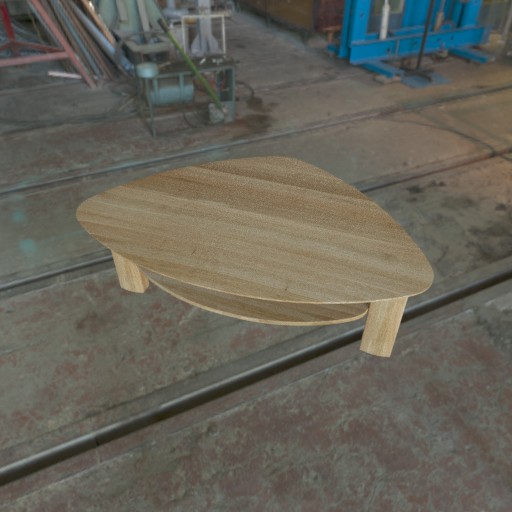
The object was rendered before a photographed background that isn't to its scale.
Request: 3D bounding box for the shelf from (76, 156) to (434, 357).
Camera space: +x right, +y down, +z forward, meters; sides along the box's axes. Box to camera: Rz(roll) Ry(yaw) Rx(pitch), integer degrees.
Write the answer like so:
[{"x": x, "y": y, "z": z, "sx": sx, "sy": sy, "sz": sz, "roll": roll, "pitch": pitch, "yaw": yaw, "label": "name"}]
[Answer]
[{"x": 0.000, "y": 0.000, "z": 1.741, "sx": 1.240, "sy": 0.439, "sz": 0.863, "roll": 12, "pitch": 41, "yaw": 15, "label": "shelf"}]
